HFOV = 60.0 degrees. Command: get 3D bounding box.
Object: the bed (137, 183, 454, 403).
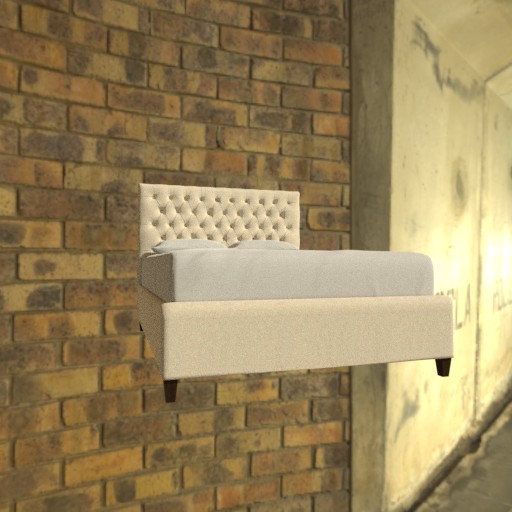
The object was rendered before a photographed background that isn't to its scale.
[{"bbox_3d":[0.000,0.000,3.453,1.698,1.427,2.387,0,-1,-17],"label":"bed"}]
